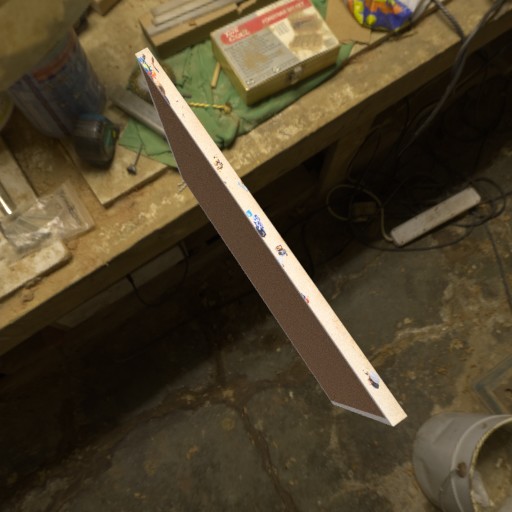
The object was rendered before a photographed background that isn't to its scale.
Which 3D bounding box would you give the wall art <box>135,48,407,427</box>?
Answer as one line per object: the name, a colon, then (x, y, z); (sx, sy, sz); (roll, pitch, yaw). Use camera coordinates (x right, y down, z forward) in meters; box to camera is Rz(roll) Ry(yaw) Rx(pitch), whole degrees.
wall art: (0.000, 0.000, 1.450); (0.040, 0.769, 1.136); (-32, 77, -8)
